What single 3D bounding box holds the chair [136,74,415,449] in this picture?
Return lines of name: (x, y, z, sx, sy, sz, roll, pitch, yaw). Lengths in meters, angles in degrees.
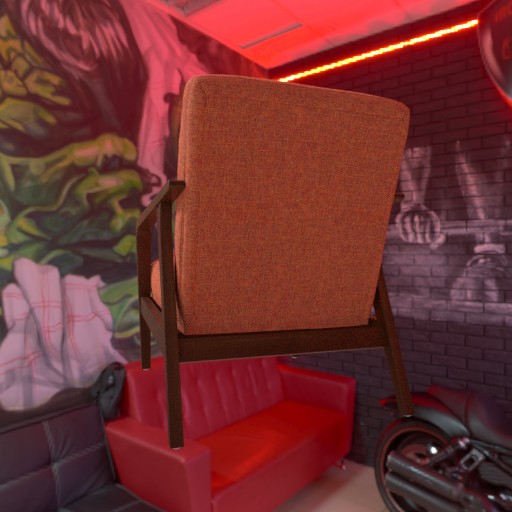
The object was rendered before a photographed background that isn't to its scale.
chair: (0.000, 0.000, 1.470, 0.719, 0.890, 0.860, 0, 0, -19)
